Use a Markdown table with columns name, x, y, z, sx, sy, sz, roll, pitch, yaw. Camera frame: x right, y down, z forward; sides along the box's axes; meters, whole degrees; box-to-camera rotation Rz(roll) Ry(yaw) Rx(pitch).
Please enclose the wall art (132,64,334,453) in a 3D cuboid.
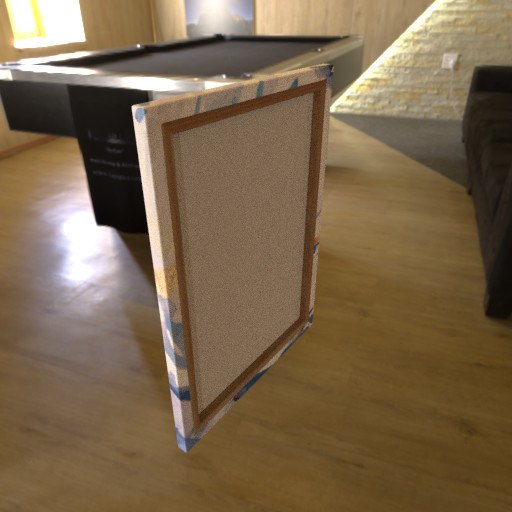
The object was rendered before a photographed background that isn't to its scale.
| name | x | y | z | sx | sy | sz | roll | pitch | yaw |
| --- | --- | --- | --- | --- | --- | --- | --- | --- | --- |
| wall art | 0.000 | 0.000 | 1.360 | 0.038 | 1.015 | 0.761 | 20 | 36 | 31 |
